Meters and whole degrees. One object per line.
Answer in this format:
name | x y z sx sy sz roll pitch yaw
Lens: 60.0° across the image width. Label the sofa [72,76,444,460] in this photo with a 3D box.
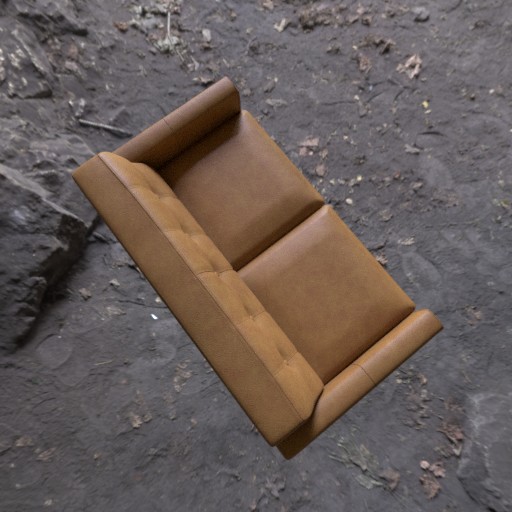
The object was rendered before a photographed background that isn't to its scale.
sofa | 0.000 0.000 2.247 0.952 0.925 1.651 -37 80 -8
